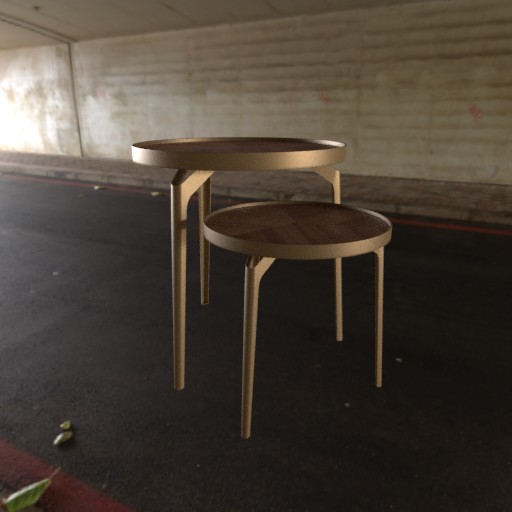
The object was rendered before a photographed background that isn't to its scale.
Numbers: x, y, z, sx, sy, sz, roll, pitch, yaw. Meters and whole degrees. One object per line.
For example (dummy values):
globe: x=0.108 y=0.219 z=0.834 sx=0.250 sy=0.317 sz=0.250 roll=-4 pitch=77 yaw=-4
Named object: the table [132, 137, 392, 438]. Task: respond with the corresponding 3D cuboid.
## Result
table: x=0.000 y=0.000 z=1.143 sx=0.532 sy=0.555 sz=0.751 roll=-10 pitch=21 yaw=-27
